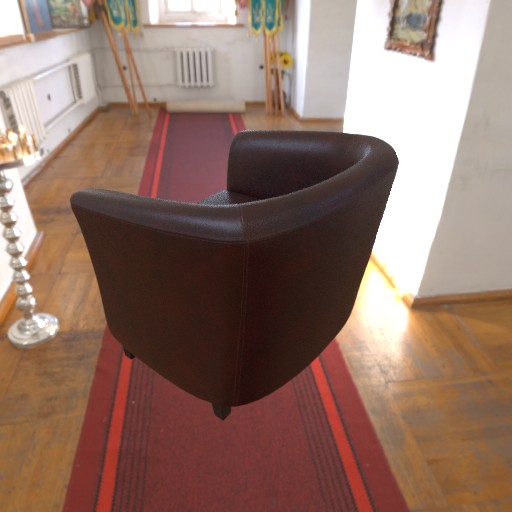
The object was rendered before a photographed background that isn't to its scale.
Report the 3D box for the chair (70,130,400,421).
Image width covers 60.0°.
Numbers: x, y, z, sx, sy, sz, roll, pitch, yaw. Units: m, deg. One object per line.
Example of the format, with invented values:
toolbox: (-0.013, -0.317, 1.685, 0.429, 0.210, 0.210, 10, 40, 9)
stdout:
chair: (0.000, 0.000, 1.416, 0.727, 0.756, 0.792, 22, 38, 31)
